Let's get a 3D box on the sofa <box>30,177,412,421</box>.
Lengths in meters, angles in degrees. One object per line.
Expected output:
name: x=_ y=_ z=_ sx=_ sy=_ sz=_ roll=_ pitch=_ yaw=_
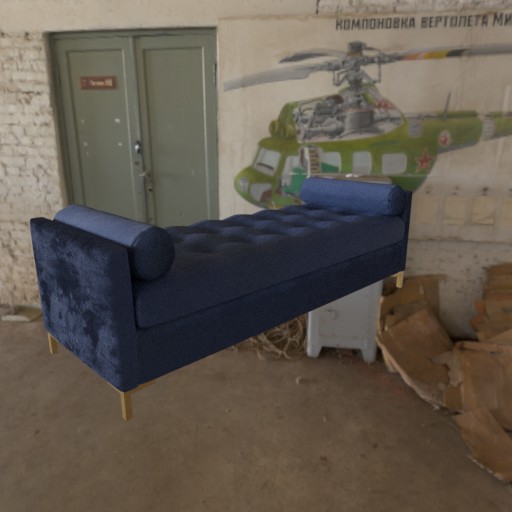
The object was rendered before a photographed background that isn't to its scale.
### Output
sofa: x=0.000 y=0.000 z=2.477 sx=2.102 sy=0.705 sz=0.796 roll=-15 pitch=22 yaw=-42
